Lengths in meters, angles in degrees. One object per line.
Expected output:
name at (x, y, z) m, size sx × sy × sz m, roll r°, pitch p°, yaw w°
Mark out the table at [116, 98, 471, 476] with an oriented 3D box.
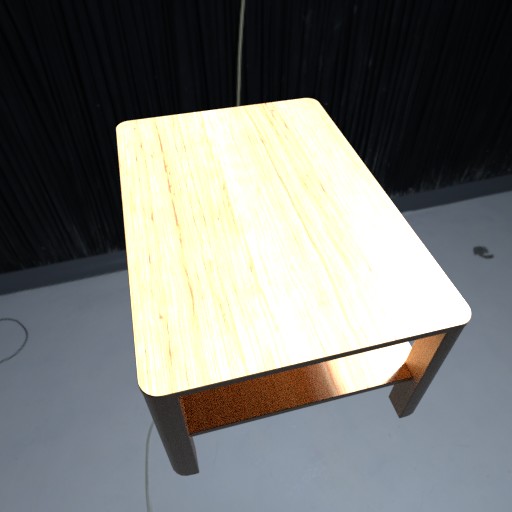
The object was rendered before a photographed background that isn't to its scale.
table at (0.000, 0.000, 1.348) m, size 0.696 × 0.445 × 0.997 m, roll -11°, pitch 48°, yaw -10°
